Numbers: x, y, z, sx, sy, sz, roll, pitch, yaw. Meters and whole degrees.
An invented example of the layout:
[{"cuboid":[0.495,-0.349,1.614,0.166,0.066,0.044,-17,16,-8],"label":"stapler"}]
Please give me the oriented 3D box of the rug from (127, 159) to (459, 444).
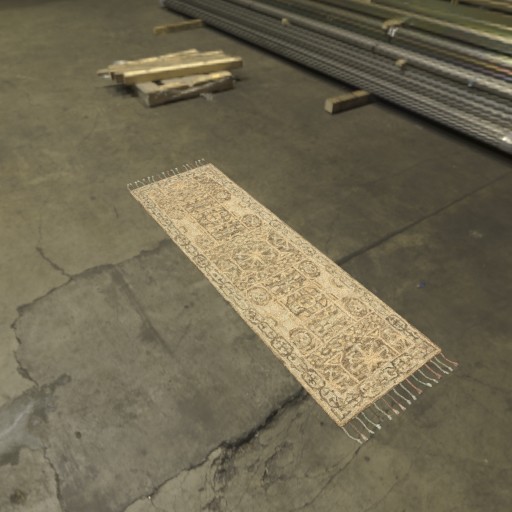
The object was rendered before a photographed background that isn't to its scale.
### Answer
[{"cuboid":[0.000,0.000,2.983,0.762,0.011,2.664,-25,48,-26],"label":"rug"}]
